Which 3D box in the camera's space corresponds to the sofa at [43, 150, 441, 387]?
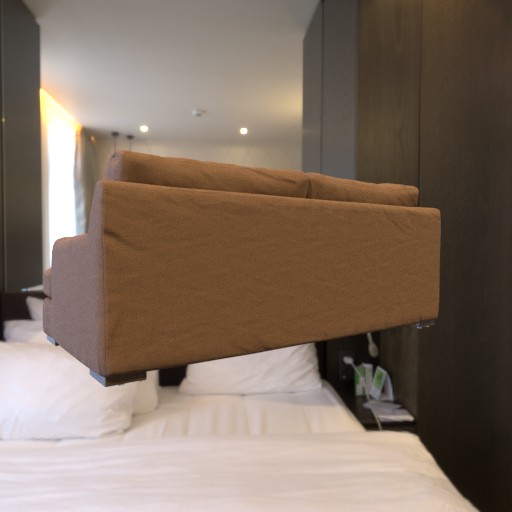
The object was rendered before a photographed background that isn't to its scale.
[{"bbox_3d":[0.000,0.000,2.747,2.274,0.950,1.140,-1,2,-36],"label":"sofa"}]
